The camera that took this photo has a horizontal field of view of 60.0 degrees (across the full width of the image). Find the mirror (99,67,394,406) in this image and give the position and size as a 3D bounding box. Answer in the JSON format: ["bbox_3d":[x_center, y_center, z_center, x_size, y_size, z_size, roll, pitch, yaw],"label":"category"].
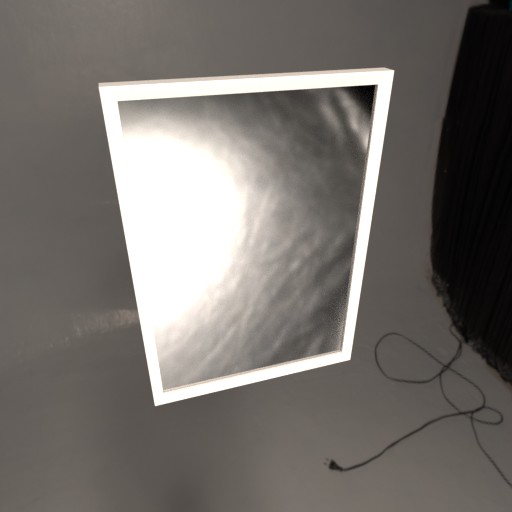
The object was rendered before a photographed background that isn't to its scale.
[{"bbox_3d":[0.000,0.000,0.931,0.507,0.710,0.039,-9,33,-15],"label":"mirror"}]
